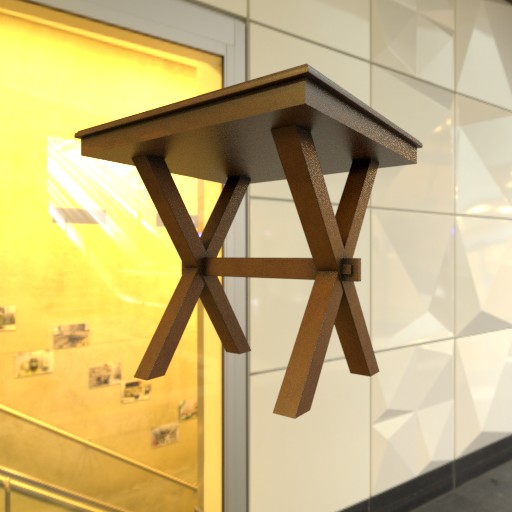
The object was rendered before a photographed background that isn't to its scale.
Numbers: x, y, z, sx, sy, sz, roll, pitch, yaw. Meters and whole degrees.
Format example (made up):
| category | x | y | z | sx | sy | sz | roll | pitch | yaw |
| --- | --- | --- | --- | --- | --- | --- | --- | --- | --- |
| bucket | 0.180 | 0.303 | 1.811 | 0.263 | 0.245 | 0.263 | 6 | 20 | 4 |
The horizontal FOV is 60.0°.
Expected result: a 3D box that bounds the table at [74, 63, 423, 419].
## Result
| category | x | y | z | sx | sy | sz | roll | pitch | yaw |
| --- | --- | --- | --- | --- | --- | --- | --- | --- | --- |
| table | 0.000 | 0.000 | 1.042 | 0.602 | 0.562 | 0.560 | 0 | 0 | 37 |
